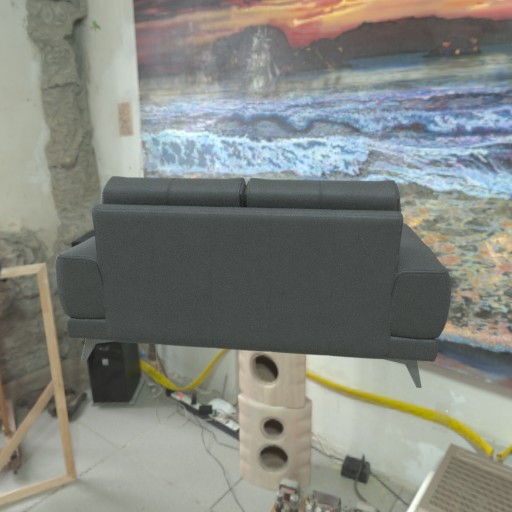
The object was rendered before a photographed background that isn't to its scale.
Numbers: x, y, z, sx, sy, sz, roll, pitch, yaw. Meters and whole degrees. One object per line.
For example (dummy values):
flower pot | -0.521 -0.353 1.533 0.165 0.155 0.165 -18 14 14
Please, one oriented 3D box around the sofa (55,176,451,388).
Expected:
sofa | 0.000 0.000 2.423 1.806 0.907 1.018 2 16 8
